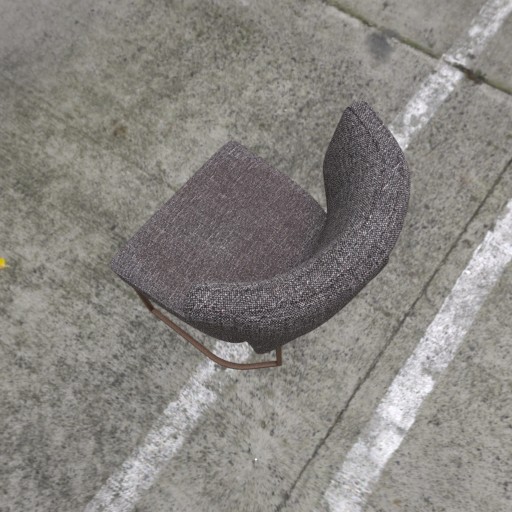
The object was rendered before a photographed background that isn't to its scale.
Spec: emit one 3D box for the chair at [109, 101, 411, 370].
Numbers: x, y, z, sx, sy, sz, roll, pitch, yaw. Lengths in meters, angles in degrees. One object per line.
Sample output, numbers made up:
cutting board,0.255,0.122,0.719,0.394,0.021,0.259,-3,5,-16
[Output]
chair,0.000,0.000,1.246,0.617,0.824,0.611,35,70,15
